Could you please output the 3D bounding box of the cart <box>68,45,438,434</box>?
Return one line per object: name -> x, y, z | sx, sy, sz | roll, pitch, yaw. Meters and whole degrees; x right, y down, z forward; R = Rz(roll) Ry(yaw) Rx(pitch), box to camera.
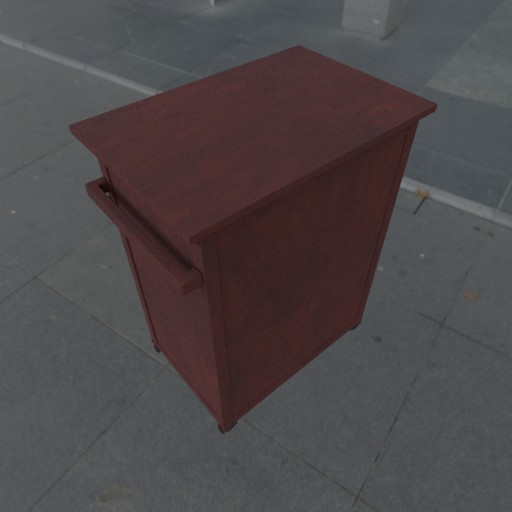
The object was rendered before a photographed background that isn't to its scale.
cart -> 0.000, 0.000, 1.258 | 0.683, 0.864, 0.442 | -31, 54, -27
